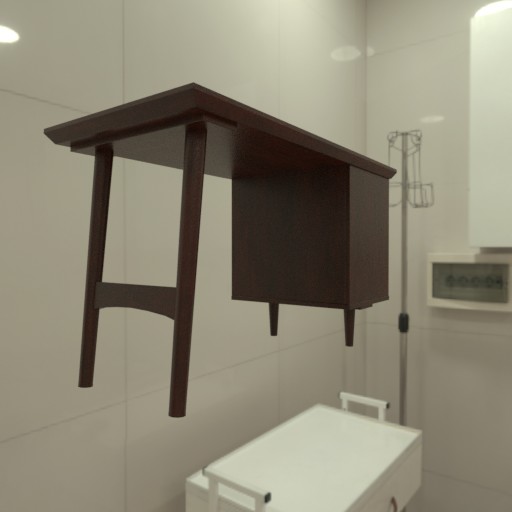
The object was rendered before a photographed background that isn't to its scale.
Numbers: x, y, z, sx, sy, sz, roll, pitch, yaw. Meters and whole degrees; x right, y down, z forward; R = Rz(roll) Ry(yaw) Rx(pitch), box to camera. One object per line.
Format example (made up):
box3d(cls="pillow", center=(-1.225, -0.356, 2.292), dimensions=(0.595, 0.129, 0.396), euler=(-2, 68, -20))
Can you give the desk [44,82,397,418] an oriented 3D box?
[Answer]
box3d(cls="desk", center=(0.000, 0.000, 1.642), dimensions=(0.612, 0.758, 1.277), euler=(1, 1, 36))
